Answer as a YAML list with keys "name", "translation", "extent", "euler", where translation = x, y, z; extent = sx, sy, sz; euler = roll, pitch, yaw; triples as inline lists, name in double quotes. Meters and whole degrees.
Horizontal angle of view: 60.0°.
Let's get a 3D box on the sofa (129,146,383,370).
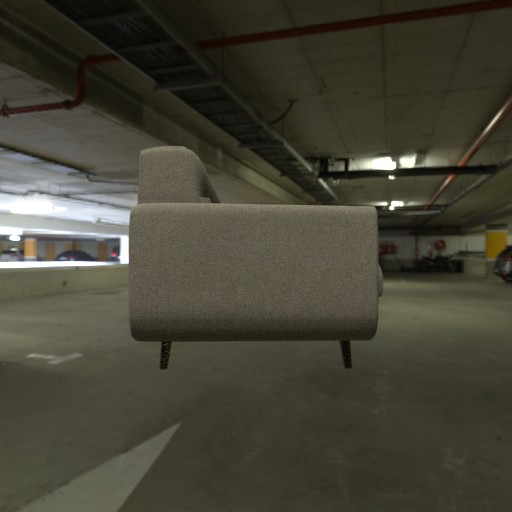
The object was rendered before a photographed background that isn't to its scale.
- name: "sofa"
  translation: [0.000, 0.000, 2.513]
  extent: [0.909, 0.841, 2.029]
  euler: [0, 0, -1]
